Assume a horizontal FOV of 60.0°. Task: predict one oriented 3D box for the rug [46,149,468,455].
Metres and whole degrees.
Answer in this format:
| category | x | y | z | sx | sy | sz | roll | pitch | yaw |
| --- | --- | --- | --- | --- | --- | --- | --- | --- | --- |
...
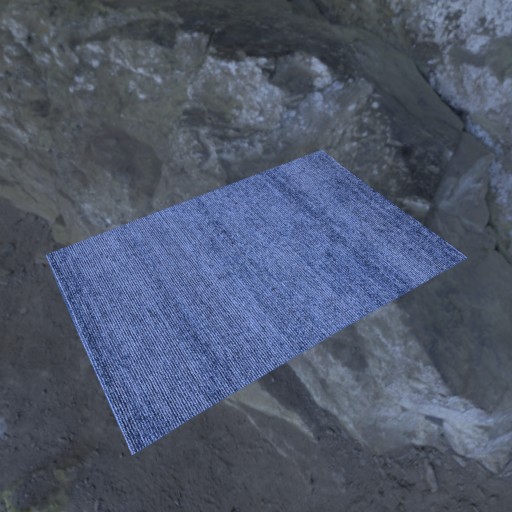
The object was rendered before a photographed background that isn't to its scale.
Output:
| category | x | y | z | sx | sy | sz | roll | pitch | yaw |
| --- | --- | --- | --- | --- | --- | --- | --- | --- | --- |
| rug | 0.000 | 0.000 | 2.170 | 1.740 | 0.010 | 1.135 | -25 | 51 | -22 |
